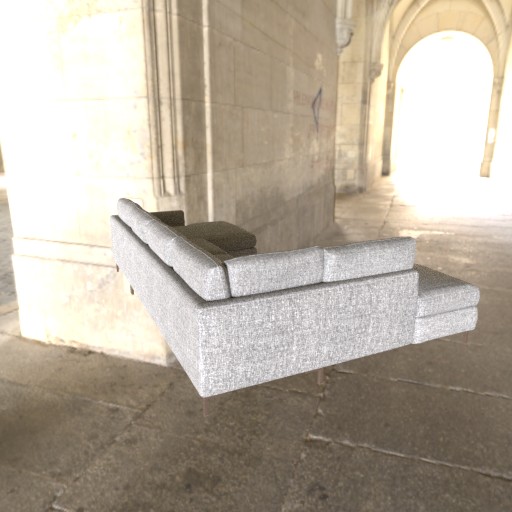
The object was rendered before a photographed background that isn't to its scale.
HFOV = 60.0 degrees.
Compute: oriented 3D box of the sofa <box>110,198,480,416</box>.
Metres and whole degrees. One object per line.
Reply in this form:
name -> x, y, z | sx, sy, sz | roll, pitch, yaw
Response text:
sofa -> 0.000, 0.000, 3.587 | 1.879, 0.756, 2.737 | -7, 17, -25
